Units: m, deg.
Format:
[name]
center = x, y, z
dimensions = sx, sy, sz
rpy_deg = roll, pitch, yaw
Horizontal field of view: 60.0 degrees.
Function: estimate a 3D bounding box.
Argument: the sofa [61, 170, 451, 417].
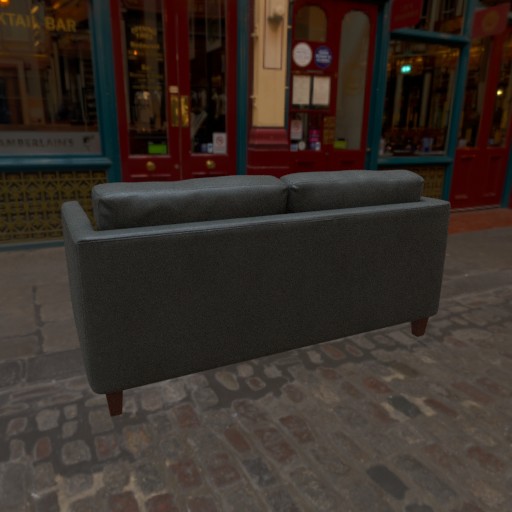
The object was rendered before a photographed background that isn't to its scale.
[sofa]
center = 0.000, 0.000, 2.422
dimensions = 1.883, 0.933, 0.951
rpy_deg = -8, 18, -25
